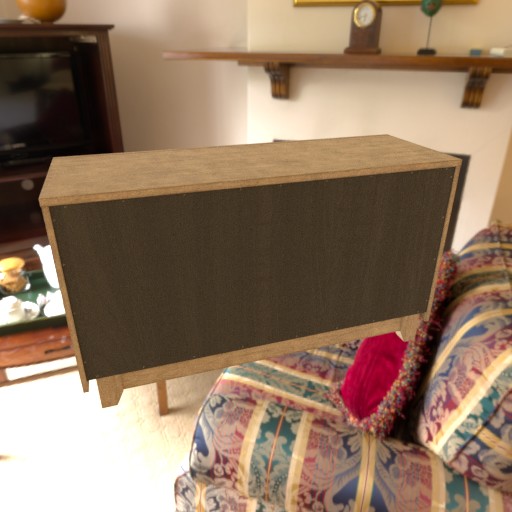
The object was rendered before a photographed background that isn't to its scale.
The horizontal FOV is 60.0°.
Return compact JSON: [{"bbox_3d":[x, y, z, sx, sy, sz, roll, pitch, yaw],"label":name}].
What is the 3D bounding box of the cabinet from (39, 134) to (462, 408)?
[{"bbox_3d":[0.000,0.000,1.857,1.460,0.825,0.511,-8,27,-16],"label":"cabinet"}]
